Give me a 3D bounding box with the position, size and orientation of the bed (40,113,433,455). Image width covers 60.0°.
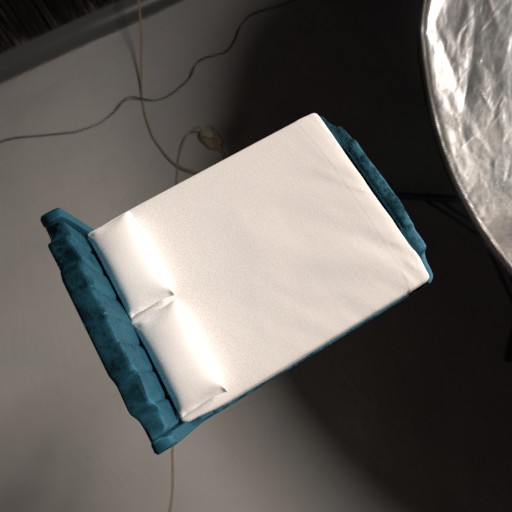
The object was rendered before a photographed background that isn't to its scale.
[{"bbox_3d":[0.000,0.000,3.313,2.322,1.338,1.678,-30,78,-7],"label":"bed"}]
